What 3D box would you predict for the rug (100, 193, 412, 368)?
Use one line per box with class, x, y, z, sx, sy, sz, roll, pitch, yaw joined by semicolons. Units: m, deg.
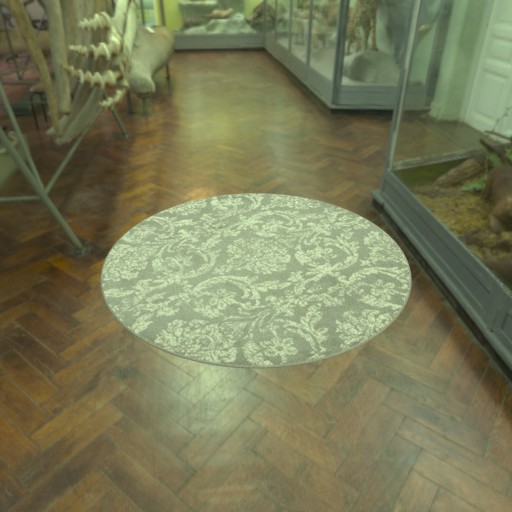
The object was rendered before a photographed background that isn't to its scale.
rug;0.000;0.000;2.367;1.593;0.012;1.593;0;32;0
